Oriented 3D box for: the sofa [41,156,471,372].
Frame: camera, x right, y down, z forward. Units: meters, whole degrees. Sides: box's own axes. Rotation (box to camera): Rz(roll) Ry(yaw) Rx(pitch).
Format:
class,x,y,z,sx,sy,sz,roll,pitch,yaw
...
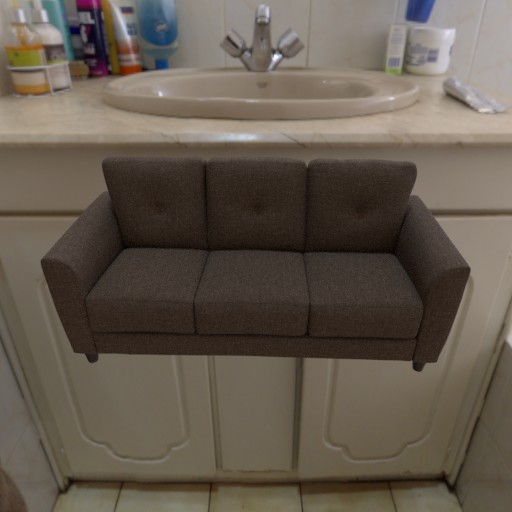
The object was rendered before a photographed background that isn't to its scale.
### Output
class,x,y,z,sx,sy,sz,roll,pitch,yaw
sofa,0.000,0.000,2.314,1.847,0.891,0.837,1,29,2
